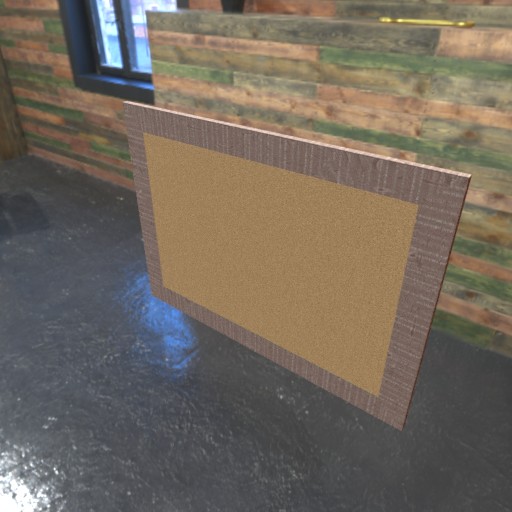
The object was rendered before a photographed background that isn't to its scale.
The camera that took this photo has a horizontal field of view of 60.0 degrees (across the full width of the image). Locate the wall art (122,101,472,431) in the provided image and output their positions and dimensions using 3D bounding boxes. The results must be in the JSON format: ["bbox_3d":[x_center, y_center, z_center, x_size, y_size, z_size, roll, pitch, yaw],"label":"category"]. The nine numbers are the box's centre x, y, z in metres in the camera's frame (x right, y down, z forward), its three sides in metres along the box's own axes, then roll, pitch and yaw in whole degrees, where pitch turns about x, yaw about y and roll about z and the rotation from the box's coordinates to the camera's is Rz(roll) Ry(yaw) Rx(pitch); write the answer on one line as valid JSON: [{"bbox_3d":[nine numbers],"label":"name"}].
[{"bbox_3d":[0.000,0.000,1.336,1.056,0.761,0.020,22,38,31],"label":"wall art"}]
